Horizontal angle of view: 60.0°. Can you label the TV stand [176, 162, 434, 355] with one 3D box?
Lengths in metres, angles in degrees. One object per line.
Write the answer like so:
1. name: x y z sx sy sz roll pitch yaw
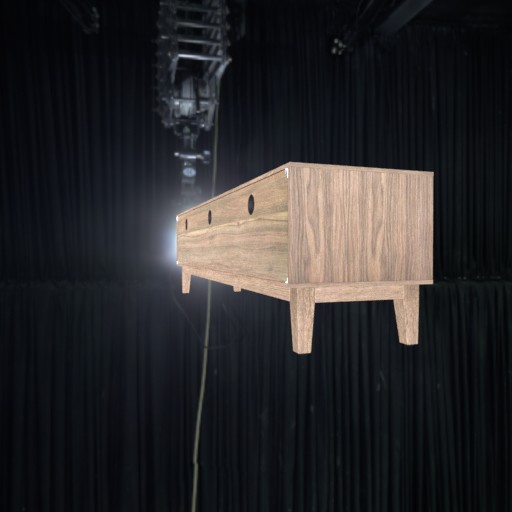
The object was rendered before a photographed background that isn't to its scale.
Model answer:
1. TV stand: 0.000 0.000 1.680 0.366 0.409 1.482 0 1 -19
